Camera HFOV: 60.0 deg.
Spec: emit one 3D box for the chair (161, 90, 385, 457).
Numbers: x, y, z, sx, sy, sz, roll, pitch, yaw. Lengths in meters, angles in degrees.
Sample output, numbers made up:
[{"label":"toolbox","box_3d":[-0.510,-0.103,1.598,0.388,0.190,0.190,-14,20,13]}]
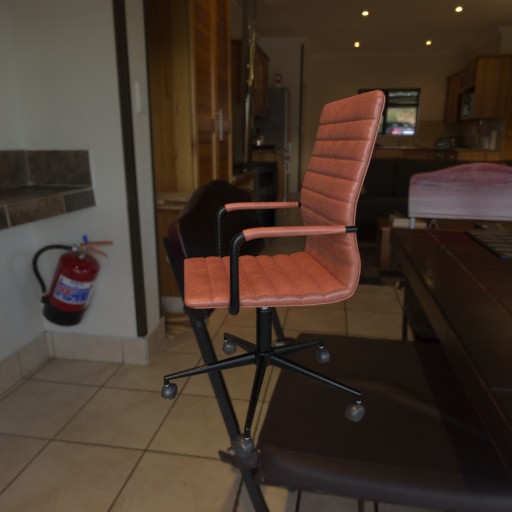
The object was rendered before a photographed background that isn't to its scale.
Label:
[{"label":"chair","box_3d":[0.000,0.000,1.275,0.578,0.878,0.600,-2,14,-9]}]
